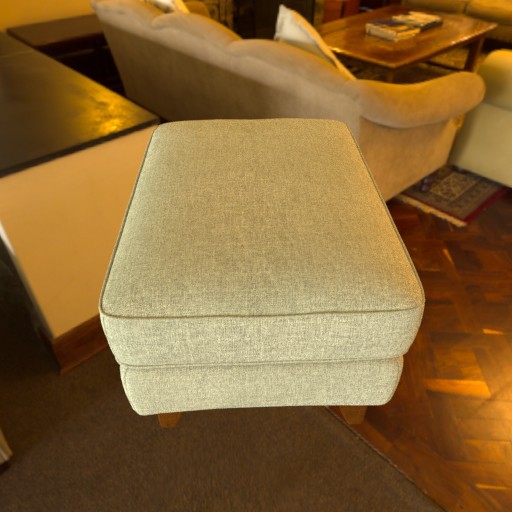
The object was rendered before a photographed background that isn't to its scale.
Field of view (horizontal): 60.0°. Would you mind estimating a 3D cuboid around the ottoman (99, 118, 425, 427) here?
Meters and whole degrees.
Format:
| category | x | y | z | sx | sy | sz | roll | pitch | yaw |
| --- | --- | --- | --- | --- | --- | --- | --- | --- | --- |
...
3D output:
| category | x | y | z | sx | sy | sz | roll | pitch | yaw |
| --- | --- | --- | --- | --- | --- | --- | --- | --- | --- |
| ottoman | 0.000 | 0.000 | 1.304 | 0.661 | 0.561 | 0.889 | -1 | 41 | -2 |
